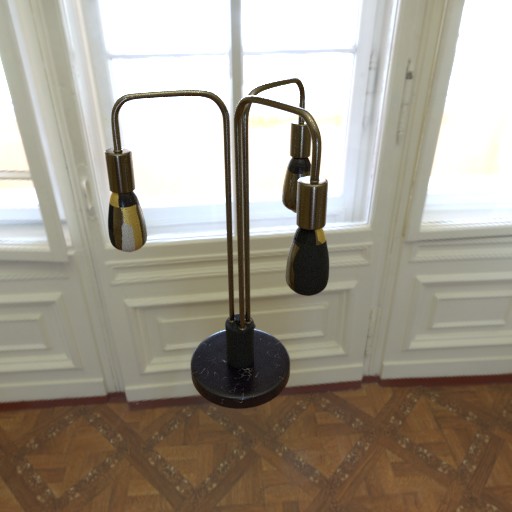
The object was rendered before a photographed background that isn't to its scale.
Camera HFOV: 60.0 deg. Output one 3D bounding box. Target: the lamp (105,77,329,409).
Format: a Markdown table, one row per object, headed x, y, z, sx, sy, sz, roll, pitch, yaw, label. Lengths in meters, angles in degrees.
| x | y | z | sx | sy | sz | roll | pitch | yaw | label |
| --- | --- | --- | --- | --- | --- | --- | --- | --- | --- |
| 0.000 | 0.000 | 0.784 | 0.355 | 0.560 | 0.368 | 23 | 37 | 33 | lamp |
